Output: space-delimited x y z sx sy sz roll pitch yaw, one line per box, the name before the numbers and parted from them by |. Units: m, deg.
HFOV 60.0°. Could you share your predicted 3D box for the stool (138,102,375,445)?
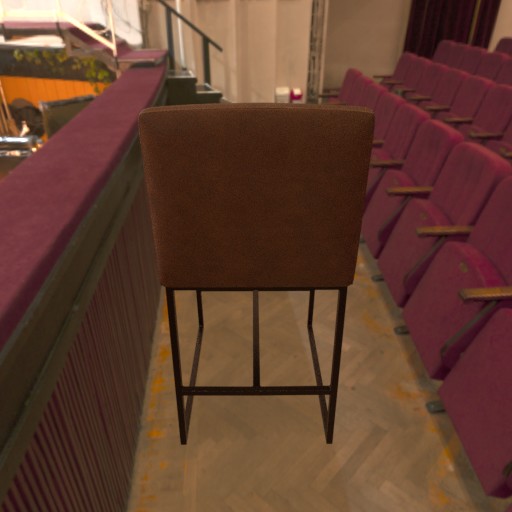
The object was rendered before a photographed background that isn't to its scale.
stool | 0.000 0.000 1.271 0.463 0.942 0.562 0 30 0
